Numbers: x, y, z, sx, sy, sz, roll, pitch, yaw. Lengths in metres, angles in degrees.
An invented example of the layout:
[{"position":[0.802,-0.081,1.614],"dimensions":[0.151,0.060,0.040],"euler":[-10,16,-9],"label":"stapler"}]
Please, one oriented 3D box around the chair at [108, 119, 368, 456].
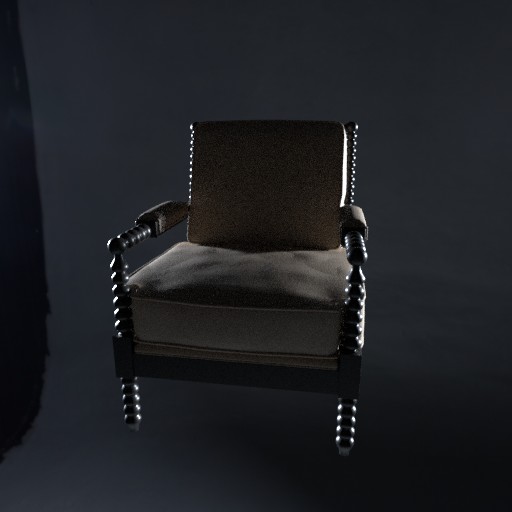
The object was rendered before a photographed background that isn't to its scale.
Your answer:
[{"position":[0.000,0.000,1.181],"dimensions":[0.555,0.703,0.657],"euler":[3,16,9],"label":"chair"}]
